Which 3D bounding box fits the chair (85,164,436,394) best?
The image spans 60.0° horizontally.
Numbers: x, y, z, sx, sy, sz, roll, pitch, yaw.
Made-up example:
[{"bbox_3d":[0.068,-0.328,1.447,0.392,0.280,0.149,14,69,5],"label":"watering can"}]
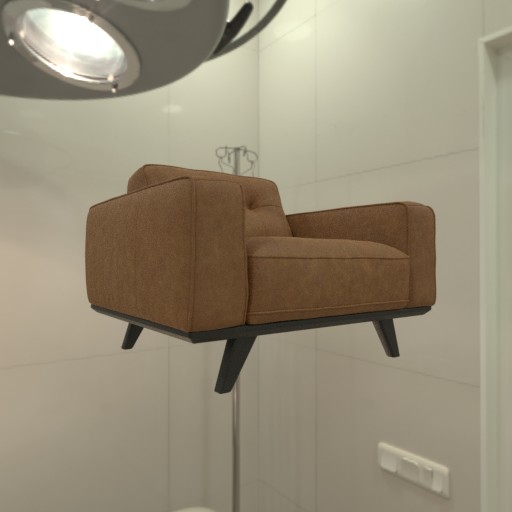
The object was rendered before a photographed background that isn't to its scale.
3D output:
[{"bbox_3d":[0.000,0.000,1.787,1.118,0.782,0.952,0,-1,-36],"label":"chair"}]
